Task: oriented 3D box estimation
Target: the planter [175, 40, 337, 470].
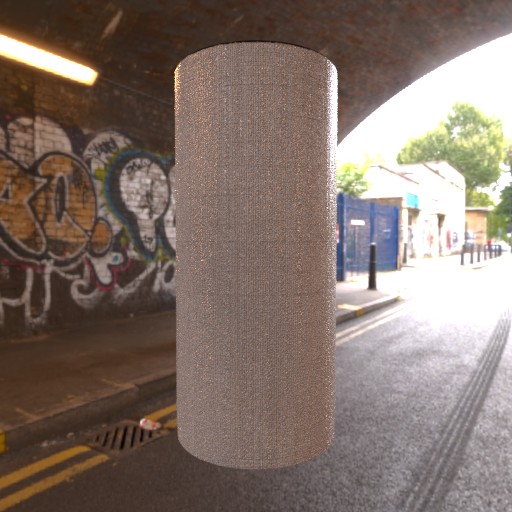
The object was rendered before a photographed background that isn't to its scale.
[{"bbox_3d":[0.000,0.000,0.127,0.045,0.103,0.045,-1,2,-17],"label":"planter"}]
